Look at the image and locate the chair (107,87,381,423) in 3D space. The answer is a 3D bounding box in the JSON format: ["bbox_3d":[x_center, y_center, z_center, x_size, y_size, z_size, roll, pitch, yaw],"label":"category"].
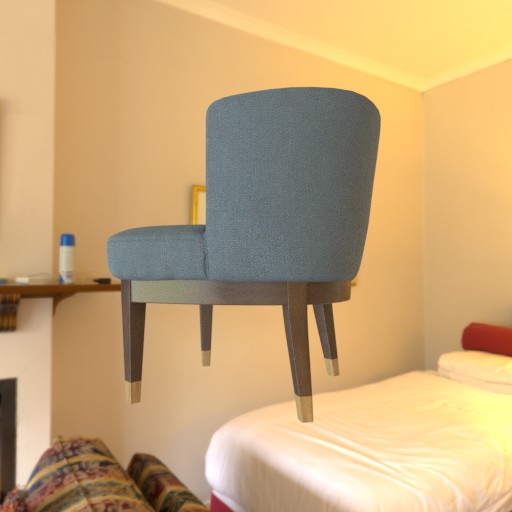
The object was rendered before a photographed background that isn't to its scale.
[{"bbox_3d":[0.000,0.000,1.283,0.702,0.760,0.661,-1,-2,18],"label":"chair"}]
